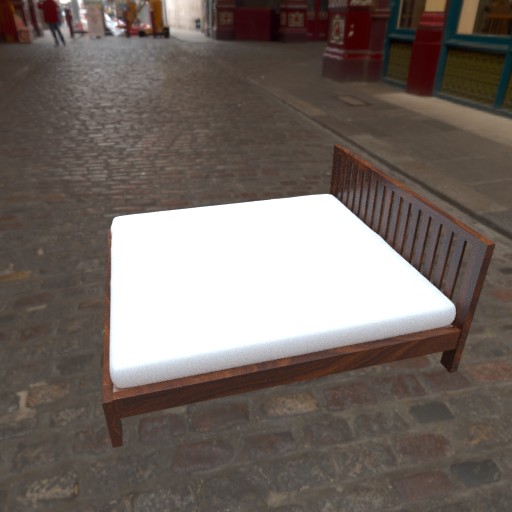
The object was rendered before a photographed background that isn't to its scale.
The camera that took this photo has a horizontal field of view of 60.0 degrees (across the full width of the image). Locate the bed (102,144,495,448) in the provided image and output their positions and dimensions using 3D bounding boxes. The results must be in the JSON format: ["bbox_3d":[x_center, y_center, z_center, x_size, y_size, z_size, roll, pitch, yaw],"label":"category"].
[{"bbox_3d":[0.000,0.000,3.061,2.030,0.890,1.905,-8,31,-13],"label":"bed"}]
